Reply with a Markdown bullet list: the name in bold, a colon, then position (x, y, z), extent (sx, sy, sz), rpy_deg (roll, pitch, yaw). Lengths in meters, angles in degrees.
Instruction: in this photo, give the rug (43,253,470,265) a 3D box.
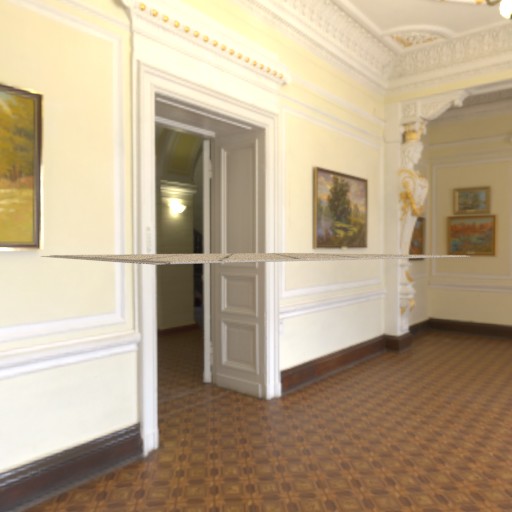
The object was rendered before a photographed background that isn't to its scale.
- **rug**: position (0.000, 0.000, 3.970), extent (3.051, 0.013, 2.380), rpy_deg (-1, 1, -38)
